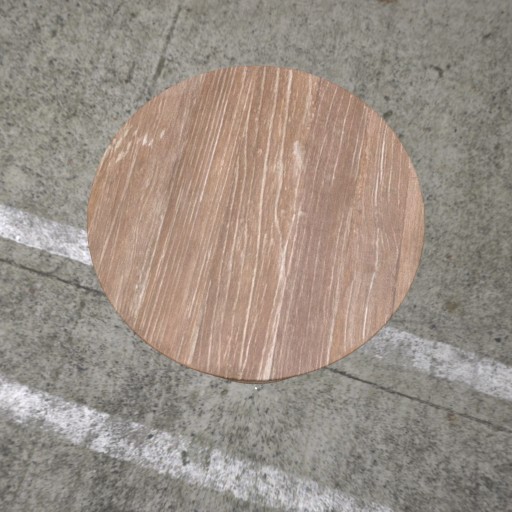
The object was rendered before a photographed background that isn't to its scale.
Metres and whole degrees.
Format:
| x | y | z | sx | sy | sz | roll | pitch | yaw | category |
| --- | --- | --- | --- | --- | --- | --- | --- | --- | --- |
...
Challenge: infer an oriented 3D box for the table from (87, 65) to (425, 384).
| x | y | z | sx | sy | sz | roll | pitch | yaw | category |
| --- | --- | --- | --- | --- | --- | --- | --- | --- | --- |
| 0.000 | 0.000 | 0.957 | 0.527 | 0.551 | 0.527 | 0 | 73 | 0 | table |
